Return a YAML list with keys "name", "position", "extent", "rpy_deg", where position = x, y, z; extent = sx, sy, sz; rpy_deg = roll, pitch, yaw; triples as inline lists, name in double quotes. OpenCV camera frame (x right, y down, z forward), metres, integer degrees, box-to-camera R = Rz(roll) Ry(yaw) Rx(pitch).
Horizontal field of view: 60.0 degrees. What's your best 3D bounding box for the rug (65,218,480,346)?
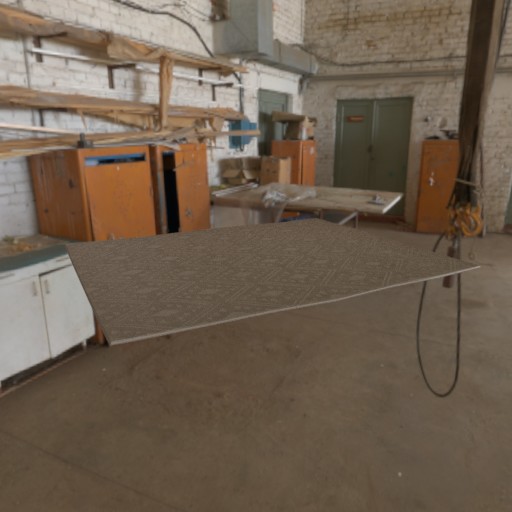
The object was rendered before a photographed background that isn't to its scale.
- name: "rug"
  position: [0.000, 0.000, 4.038]
  extent: [3.011, 0.054, 2.399]
  rpy_deg: [-8, 18, -27]
